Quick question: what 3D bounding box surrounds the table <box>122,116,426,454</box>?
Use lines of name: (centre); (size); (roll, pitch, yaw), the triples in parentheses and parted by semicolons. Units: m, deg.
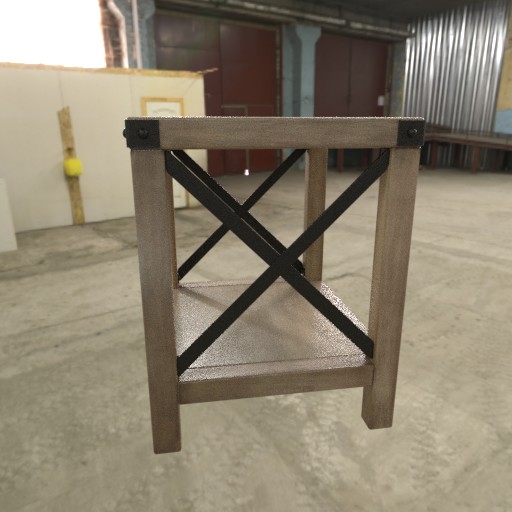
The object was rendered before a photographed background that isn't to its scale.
table: (0.000, 0.000, 0.951); (0.459, 0.561, 0.510); (-3, 17, -9)
